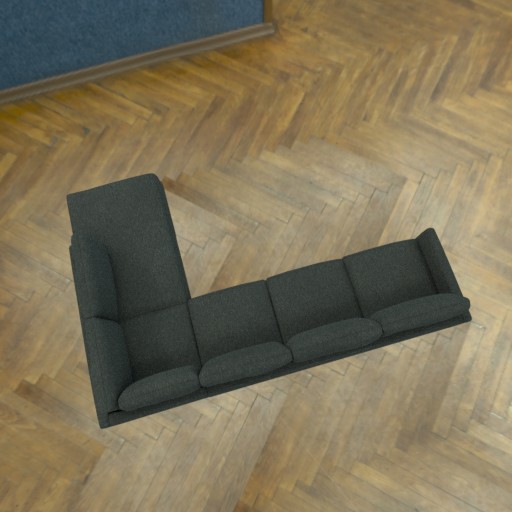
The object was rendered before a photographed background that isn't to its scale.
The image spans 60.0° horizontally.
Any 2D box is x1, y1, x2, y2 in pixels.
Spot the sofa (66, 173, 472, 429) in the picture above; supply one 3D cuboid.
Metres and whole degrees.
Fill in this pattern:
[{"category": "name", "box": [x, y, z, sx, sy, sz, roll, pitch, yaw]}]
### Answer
[{"category": "sofa", "box": [0.000, 0.000, 3.740, 2.949, 0.815, 2.007, -15, 74, -4]}]
